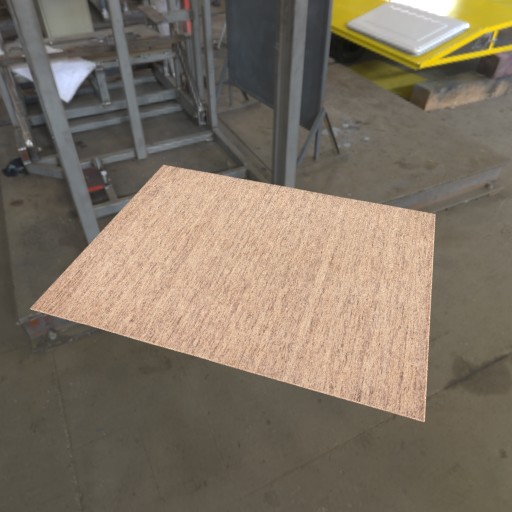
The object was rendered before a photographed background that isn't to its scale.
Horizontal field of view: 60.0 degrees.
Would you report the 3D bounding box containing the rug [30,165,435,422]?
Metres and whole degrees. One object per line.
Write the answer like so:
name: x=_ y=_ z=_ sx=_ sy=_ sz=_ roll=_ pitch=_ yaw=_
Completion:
rug: x=0.000 y=0.000 z=4.223 sx=3.205 sy=0.013 sz=2.448 roll=13 pitch=44 yaw=13
